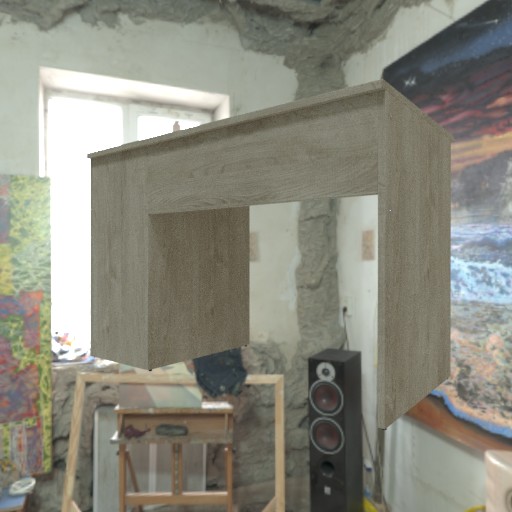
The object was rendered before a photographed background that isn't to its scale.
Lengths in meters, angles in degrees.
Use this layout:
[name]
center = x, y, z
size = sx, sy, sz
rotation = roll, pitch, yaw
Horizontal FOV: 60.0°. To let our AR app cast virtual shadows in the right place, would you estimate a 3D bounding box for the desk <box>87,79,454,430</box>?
[desk]
center = 0.000, 0.000, 1.466
size = 1.096, 0.730, 0.560
rotation = 0, 0, 38
